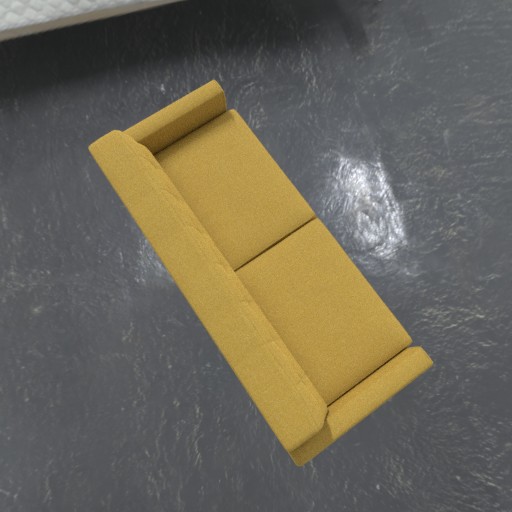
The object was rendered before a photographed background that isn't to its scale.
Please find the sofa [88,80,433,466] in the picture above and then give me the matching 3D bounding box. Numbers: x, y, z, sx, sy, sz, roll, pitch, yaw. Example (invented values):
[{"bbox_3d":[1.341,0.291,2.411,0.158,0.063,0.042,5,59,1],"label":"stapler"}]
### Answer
[{"bbox_3d":[0.000,0.000,2.537,0.909,0.841,2.029,-34,78,-8],"label":"sofa"}]
